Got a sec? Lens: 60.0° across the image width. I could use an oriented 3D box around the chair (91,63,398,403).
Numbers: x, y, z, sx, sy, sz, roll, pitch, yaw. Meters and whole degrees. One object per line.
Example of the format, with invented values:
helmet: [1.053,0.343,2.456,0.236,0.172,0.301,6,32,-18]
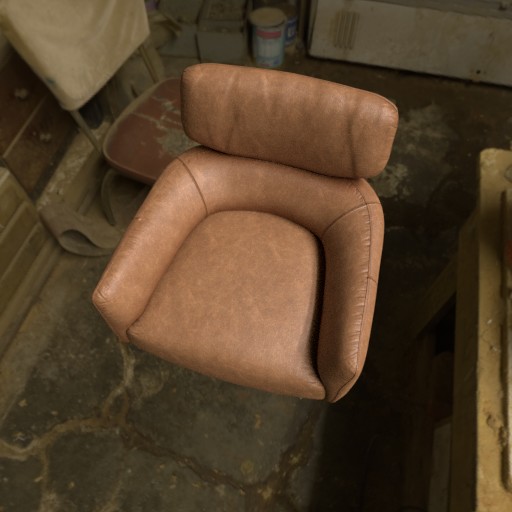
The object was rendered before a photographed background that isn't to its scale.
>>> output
chair: [0.000,0.000,1.330,0.706,0.812,0.715,14,59,9]
